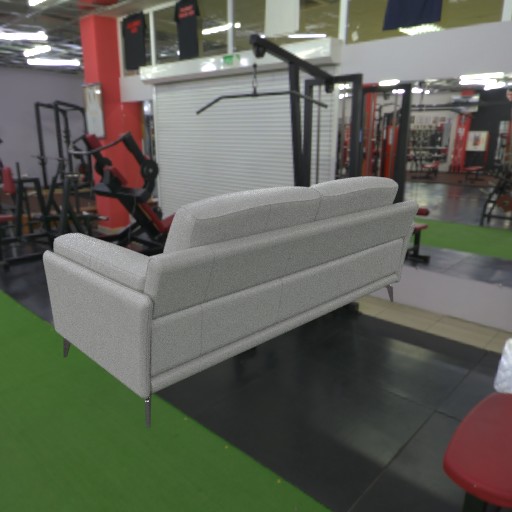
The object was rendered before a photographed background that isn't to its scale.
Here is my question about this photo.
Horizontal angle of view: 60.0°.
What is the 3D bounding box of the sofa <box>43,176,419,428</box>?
[{"bbox_3d":[0.000,0.000,2.665,2.101,0.930,1.049,-15,21,-43],"label":"sofa"}]
